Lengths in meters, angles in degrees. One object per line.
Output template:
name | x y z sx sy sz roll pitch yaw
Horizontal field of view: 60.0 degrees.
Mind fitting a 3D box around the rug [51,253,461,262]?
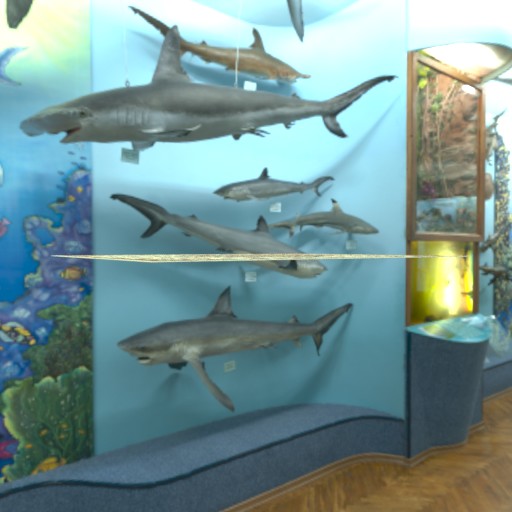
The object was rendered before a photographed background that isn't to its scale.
rug | 0.000 0.000 4.119 3.067 0.005 2.454 -1 1 -35
